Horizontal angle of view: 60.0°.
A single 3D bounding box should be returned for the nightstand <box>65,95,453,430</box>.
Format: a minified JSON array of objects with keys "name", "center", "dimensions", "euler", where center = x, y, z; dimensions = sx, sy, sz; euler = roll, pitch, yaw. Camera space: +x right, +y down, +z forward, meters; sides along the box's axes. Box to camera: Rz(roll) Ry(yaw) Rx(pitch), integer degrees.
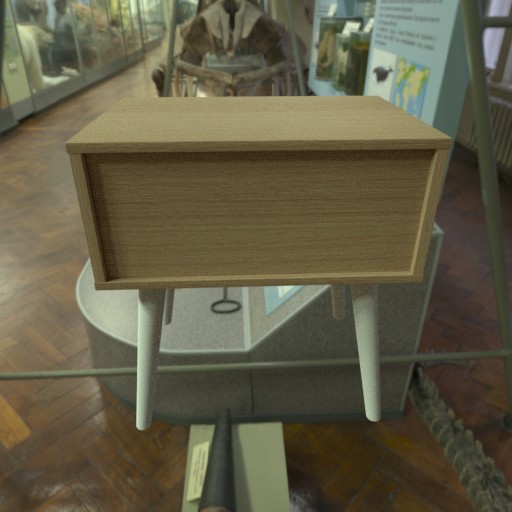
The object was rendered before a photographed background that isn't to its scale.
[{"name":"nightstand","center":[0.000,0.000,0.976],"dimensions":[0.571,0.610,0.407],"euler":[-1,29,-2]}]
